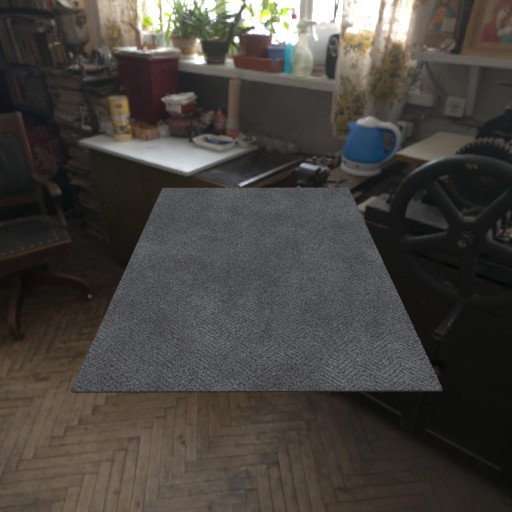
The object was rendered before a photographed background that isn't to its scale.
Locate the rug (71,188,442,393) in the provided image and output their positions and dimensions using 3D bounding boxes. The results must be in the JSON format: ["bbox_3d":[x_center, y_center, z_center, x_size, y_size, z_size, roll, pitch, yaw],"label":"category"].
[{"bbox_3d":[0.000,0.000,2.856,1.600,0.008,2.235,0,31,0],"label":"rug"}]
